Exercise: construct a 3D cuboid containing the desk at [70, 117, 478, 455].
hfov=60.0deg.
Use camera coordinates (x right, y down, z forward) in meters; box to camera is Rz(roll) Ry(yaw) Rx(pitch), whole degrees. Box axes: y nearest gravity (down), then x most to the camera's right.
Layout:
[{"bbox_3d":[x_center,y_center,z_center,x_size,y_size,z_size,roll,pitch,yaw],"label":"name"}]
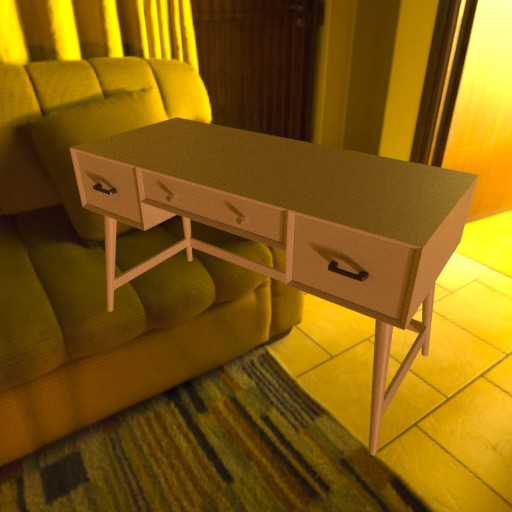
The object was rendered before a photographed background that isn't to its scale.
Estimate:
[{"bbox_3d":[0.000,0.000,1.719,1.313,0.762,0.589,20,36,30],"label":"desk"}]
